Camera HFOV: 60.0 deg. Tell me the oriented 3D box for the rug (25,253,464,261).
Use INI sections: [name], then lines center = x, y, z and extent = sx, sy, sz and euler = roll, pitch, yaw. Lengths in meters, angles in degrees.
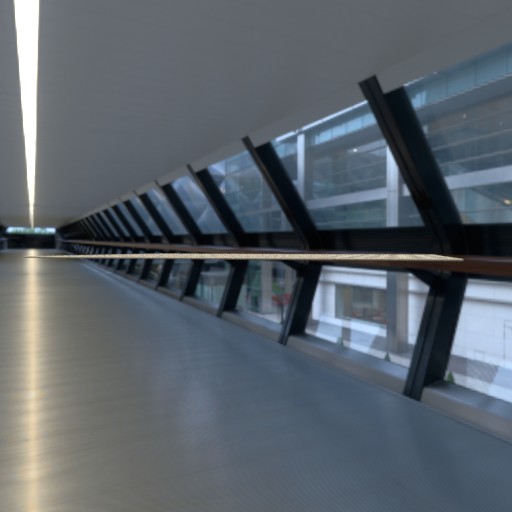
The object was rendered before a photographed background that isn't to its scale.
[rug]
center = 0.000, 0.000, 2.322
extent = 1.828, 0.007, 1.220
euler = 0, 1, 18
